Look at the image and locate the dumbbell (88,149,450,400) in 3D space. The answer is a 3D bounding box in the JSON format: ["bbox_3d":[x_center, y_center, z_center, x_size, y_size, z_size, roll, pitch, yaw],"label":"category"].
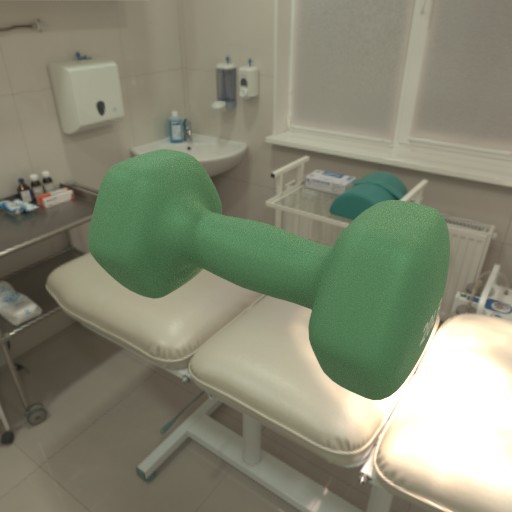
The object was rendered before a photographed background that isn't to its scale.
[{"bbox_3d":[0.000,0.000,0.330,0.260,0.117,0.129,19,35,30],"label":"dumbbell"}]
